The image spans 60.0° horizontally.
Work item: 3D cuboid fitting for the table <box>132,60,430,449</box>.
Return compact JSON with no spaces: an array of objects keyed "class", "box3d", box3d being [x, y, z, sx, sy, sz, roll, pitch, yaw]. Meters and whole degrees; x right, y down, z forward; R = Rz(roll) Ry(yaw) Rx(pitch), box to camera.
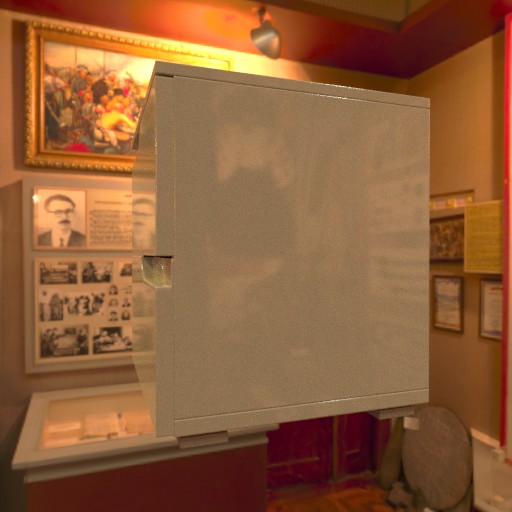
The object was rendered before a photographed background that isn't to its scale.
[{"class":"table","box3d":[0.000,0.000,0.791,0.400,0.470,0.420,0,1,-19]}]
